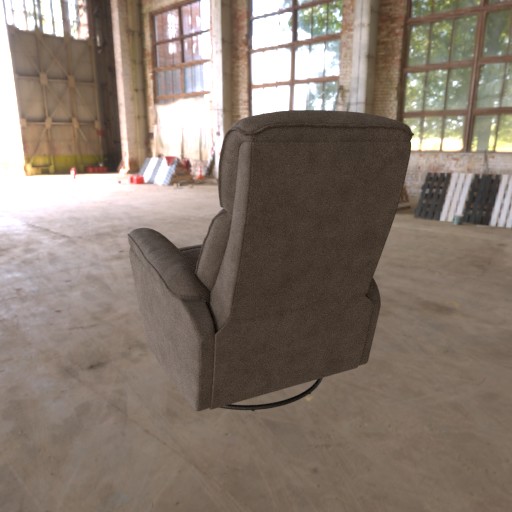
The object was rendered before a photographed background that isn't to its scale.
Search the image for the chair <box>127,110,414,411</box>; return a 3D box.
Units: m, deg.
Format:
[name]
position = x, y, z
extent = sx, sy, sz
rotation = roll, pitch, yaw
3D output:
[chair]
position = 0.000, 0.000, 1.727
extent = 0.830, 1.036, 1.009
rotation = -7, 17, -26
